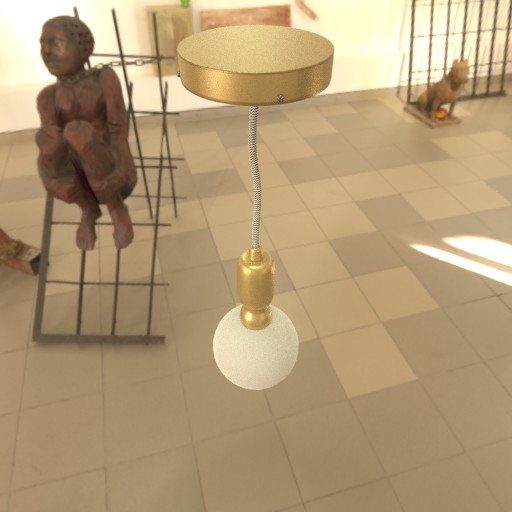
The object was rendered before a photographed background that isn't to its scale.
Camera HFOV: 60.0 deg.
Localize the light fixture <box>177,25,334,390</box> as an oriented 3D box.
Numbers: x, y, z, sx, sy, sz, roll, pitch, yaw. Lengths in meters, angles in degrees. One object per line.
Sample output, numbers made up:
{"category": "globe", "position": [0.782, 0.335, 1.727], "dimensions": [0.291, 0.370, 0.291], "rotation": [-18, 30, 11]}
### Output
{"category": "light fixture", "position": [0.000, 0.000, 0.573], "dimensions": [0.147, 0.510, 0.146], "rotation": [-11, 42, -12]}
